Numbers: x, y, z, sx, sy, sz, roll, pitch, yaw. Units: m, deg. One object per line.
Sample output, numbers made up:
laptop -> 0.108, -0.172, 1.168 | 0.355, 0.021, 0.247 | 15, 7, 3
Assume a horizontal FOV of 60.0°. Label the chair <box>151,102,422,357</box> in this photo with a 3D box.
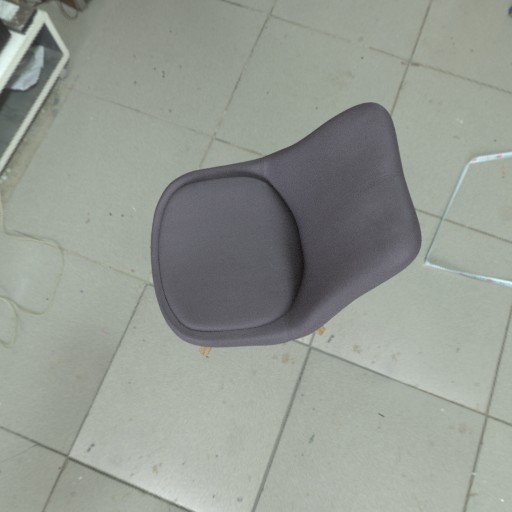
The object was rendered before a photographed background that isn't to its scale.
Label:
chair -> 0.000, 0.000, 1.186 | 0.547, 0.865, 0.483 | -8, 75, -2
